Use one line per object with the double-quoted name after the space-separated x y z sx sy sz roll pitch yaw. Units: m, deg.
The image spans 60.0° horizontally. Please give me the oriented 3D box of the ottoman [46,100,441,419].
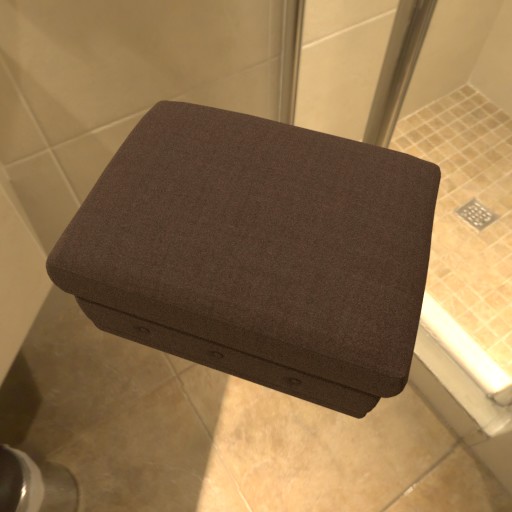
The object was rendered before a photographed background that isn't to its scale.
0.000 0.000 1.194 0.809 0.555 0.599 16 59 10 "ottoman"
